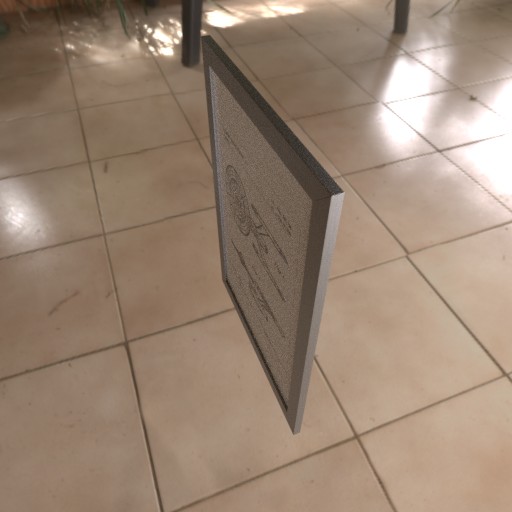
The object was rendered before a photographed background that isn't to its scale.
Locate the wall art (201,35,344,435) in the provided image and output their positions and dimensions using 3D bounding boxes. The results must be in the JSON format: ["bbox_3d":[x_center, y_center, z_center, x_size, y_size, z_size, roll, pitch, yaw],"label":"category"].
[{"bbox_3d":[0.000,0.000,0.693,0.013,0.529,0.376,-16,49,-15],"label":"wall art"}]
